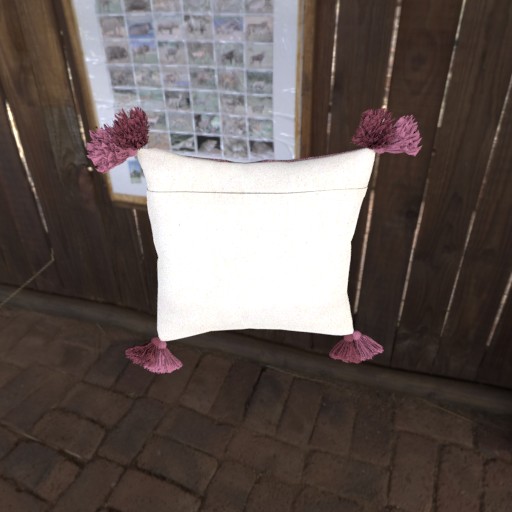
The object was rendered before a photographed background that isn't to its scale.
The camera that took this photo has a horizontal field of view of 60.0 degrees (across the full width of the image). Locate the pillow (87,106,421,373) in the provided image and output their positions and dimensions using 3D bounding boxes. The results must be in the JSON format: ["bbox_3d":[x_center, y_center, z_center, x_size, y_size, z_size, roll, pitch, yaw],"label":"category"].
[{"bbox_3d":[0.000,0.000,0.984,0.641,0.659,0.138,-1,31,-1],"label":"pillow"}]
